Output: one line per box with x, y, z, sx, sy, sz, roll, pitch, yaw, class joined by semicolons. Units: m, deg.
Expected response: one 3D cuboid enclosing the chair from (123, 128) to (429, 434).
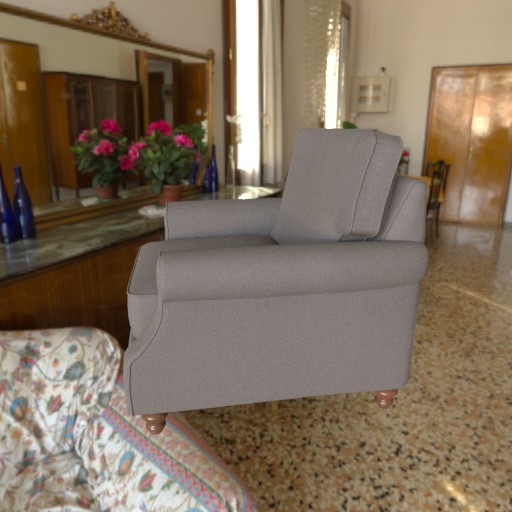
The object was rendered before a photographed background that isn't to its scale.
0.000;0.000;1.744;0.966;0.967;1.029;-3;17;-9;chair
